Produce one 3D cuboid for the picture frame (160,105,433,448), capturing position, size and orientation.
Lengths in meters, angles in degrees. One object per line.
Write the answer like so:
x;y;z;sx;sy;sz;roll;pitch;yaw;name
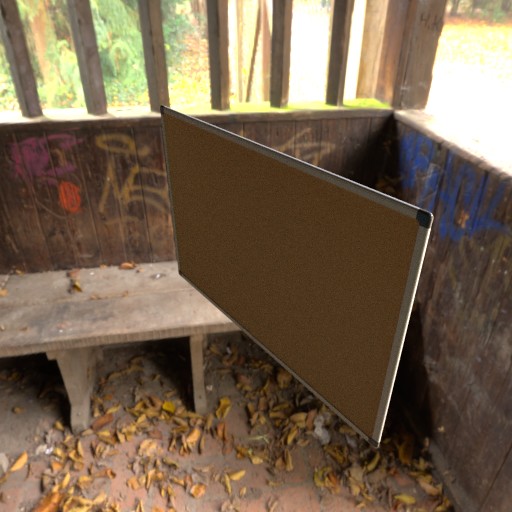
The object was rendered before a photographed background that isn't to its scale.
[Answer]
0.000;0.000;1.154;0.010;0.600;0.900;-23;39;-32;picture frame
